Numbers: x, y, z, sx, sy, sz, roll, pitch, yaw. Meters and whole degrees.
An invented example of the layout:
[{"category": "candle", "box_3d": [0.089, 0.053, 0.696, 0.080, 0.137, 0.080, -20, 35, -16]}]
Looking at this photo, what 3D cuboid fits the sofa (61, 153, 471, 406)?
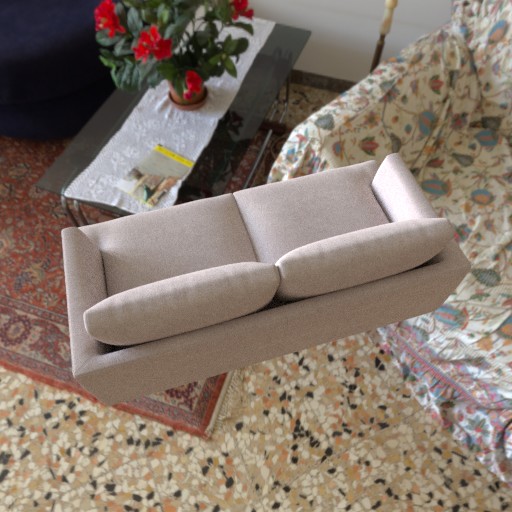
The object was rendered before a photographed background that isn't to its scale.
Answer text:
[{"category": "sofa", "box_3d": [0.000, 0.000, 2.473, 1.948, 0.868, 1.020, -14, 59, -9]}]
